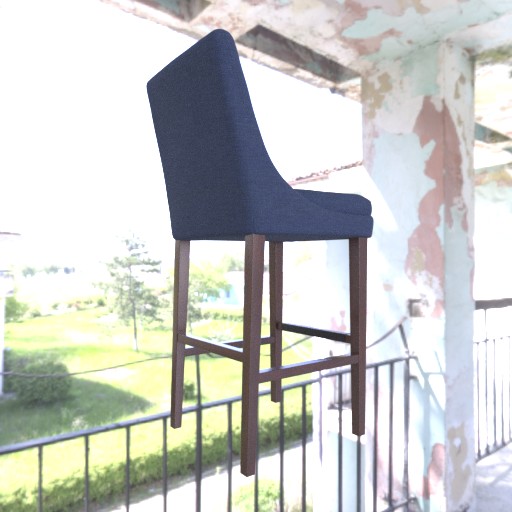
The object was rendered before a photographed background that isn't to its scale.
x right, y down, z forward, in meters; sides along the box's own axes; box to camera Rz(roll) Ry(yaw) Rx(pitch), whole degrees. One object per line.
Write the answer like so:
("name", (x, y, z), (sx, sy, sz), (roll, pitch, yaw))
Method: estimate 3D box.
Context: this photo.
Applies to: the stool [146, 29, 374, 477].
("stool", (0.000, 0.000, 1.353), (0.577, 1.078, 0.470), (0, -1, -37))
